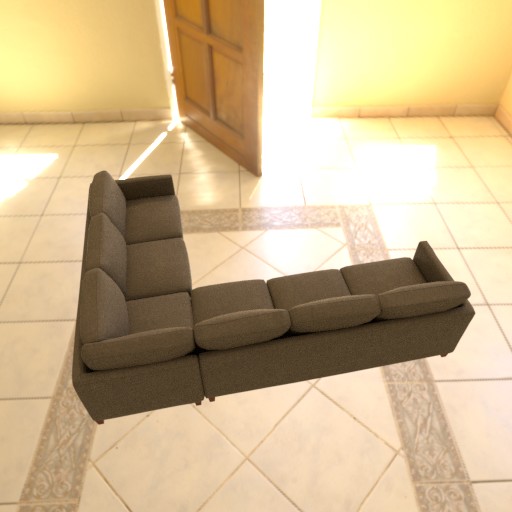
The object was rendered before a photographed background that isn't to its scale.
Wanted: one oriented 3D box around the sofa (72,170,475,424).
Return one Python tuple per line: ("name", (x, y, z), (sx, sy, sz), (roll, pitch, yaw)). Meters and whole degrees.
("sofa", (0.000, 0.000, 4.498), (3.302, 0.947, 2.593), (-8, 46, -8))
